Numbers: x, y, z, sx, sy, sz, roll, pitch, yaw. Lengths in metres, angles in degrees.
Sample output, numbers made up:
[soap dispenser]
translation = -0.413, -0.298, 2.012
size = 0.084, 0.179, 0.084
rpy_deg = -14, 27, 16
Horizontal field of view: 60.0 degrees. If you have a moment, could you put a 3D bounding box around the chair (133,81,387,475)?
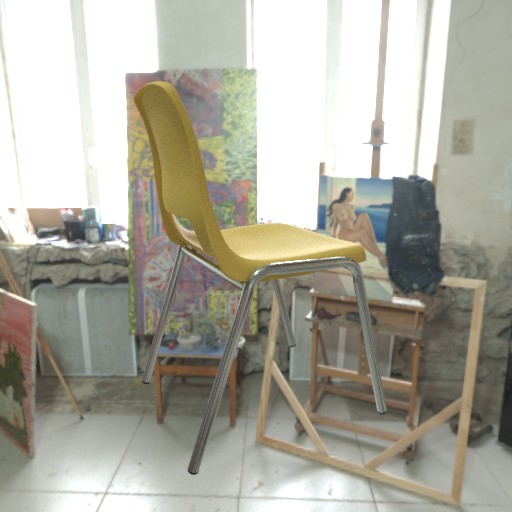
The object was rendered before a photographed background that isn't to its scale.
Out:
[chair]
translation = 0.000, 0.000, 0.926
size = 0.436, 0.653, 0.381
rpy_deg = -7, 16, -26
